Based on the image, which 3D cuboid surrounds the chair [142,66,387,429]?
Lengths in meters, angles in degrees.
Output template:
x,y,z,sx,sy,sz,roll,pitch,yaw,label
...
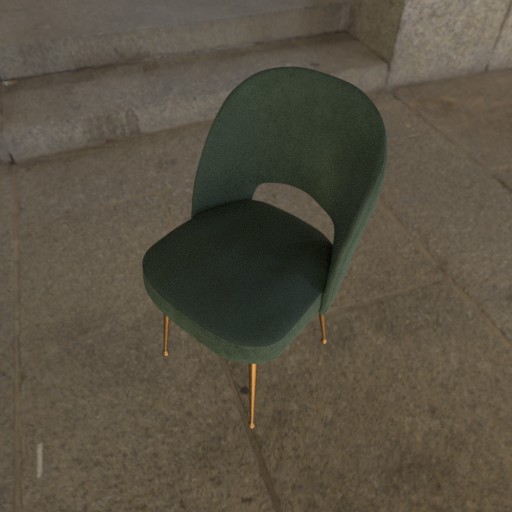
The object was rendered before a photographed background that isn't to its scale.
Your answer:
x,y,z,sx,sy,sz,roll,pitch,yaw,label
0.000,0.000,1.270,0.527,0.860,0.577,31,54,26,chair
